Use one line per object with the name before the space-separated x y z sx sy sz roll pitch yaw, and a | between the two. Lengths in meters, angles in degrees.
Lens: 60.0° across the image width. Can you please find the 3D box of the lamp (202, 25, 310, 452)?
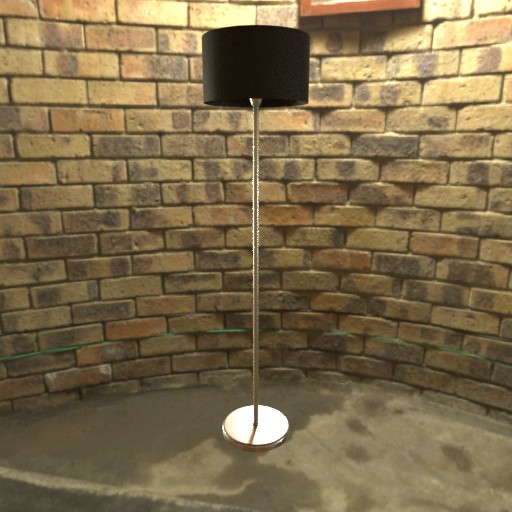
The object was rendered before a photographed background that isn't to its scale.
lamp | 0.000 0.000 1.605 0.348 1.443 0.348 -7 16 -25
